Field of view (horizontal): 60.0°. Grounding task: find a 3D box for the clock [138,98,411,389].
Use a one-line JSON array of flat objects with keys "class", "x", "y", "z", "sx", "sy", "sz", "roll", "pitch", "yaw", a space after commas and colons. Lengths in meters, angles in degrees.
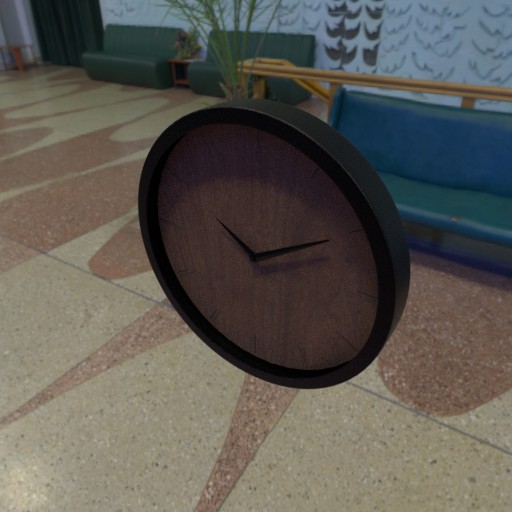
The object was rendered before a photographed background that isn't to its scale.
[{"class": "clock", "x": 0.000, "y": 0.000, "z": 0.470, "sx": 0.314, "sy": 0.314, "sz": 0.040, "roll": 20, "pitch": 36, "yaw": 29}]
